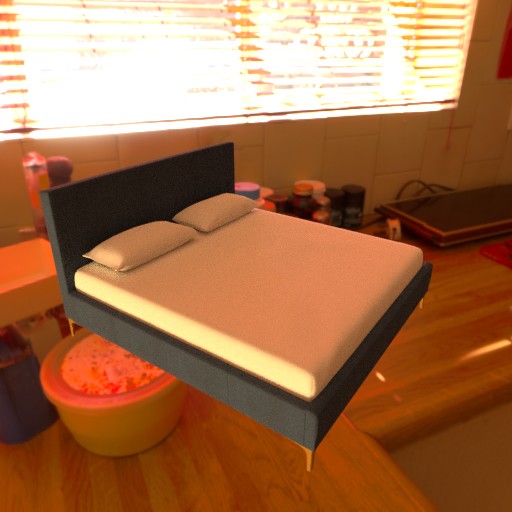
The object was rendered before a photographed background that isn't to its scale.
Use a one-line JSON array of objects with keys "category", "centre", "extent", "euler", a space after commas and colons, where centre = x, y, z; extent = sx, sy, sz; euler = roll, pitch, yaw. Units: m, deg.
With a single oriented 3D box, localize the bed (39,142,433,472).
[{"category": "bed", "centre": [0.000, 0.000, 3.504], "extent": [2.232, 1.231, 2.096], "euler": [17, 31, 31]}]
